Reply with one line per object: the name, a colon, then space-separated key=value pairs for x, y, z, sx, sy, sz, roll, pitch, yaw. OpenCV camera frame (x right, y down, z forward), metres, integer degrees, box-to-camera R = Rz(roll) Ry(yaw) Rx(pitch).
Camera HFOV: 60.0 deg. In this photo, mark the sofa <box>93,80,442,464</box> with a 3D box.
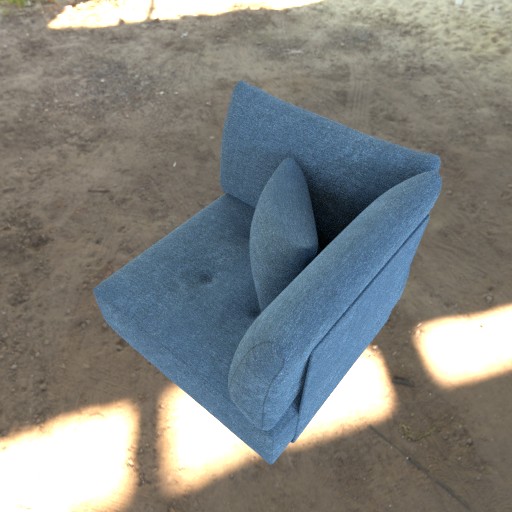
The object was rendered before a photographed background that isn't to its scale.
sofa: x=0.000 y=0.000 z=1.761 sx=1.000 sy=0.820 sz=1.000 roll=31 pitch=54 yaw=26
